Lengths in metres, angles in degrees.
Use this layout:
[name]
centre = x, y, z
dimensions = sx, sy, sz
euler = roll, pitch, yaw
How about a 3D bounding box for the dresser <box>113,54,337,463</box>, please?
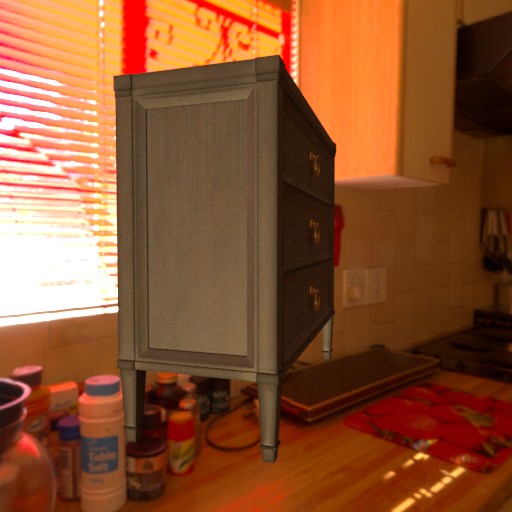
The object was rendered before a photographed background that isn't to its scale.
[dresser]
centre = 0.000, 0.000, 1.620
dimensions = 0.463, 0.986, 1.049
euler = 1, 2, 17
